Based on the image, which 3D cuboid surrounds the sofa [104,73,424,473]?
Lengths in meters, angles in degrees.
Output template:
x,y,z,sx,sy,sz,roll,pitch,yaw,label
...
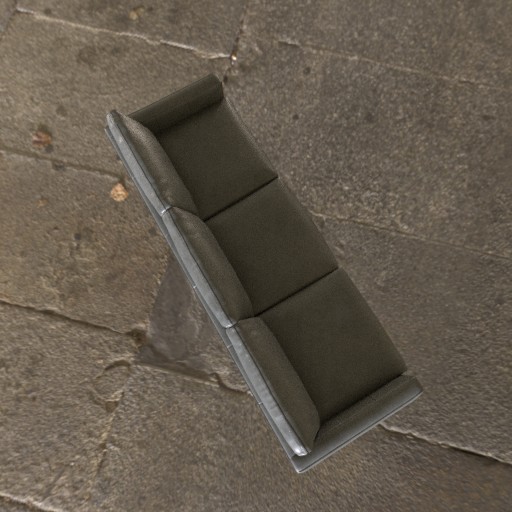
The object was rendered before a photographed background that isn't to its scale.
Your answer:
x,y,z,sx,sy,sz,roll,pitch,yaw,label
0.000,0.000,2.393,0.748,0.805,2.029,-30,77,-7,sofa
